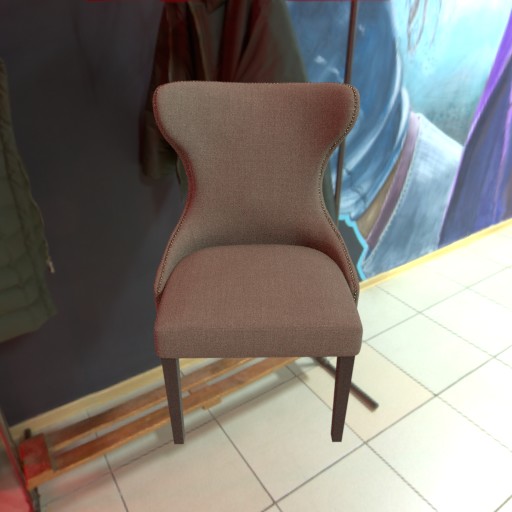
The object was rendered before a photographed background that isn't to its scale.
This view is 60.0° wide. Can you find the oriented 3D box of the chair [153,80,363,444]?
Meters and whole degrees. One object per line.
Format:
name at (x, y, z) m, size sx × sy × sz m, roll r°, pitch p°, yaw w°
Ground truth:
chair at (0.000, 0.000, 1.383) m, size 0.628 × 0.967 × 0.635 m, roll 0°, pitch 29°, yaw -1°
